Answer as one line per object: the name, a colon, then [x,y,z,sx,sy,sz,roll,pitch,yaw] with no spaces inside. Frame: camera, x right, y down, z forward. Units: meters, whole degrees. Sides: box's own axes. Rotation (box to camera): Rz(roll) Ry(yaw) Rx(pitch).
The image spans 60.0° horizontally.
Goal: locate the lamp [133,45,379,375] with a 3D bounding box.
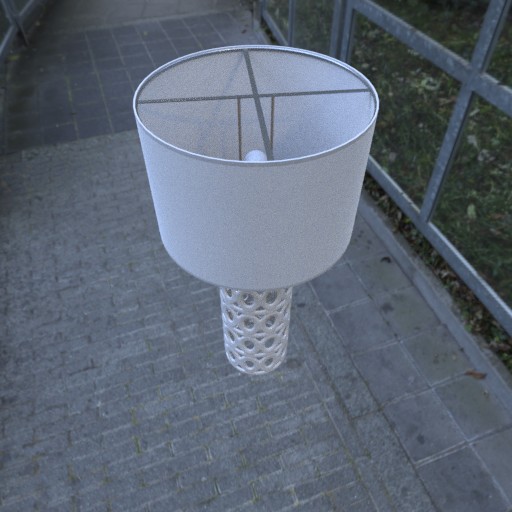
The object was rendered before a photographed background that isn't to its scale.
lamp: [0.000,0.000,0.826,0.325,0.636,0.324,-5,47,-4]
